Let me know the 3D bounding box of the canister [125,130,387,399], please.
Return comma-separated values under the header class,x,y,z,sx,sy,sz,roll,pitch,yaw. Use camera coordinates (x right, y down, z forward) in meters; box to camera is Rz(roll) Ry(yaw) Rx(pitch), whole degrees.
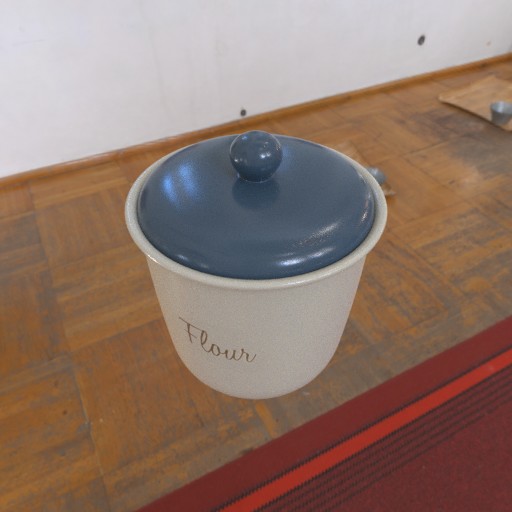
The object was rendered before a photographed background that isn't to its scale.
class,x,y,z,sx,sy,sz,roll,pitch,yaw
canister,0.000,0.000,0.353,0.182,0.208,0.182,0,42,0
